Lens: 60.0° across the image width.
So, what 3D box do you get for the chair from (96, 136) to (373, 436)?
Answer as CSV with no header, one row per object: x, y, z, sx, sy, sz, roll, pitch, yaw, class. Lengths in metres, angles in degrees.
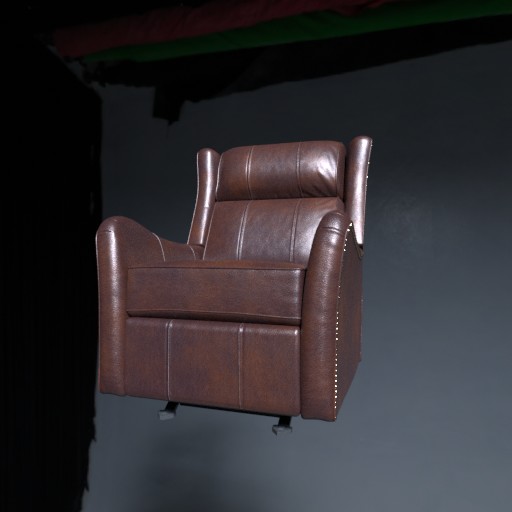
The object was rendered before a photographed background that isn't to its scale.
0.000,0.000,1.804,0.869,1.084,1.008,0,1,19,chair
